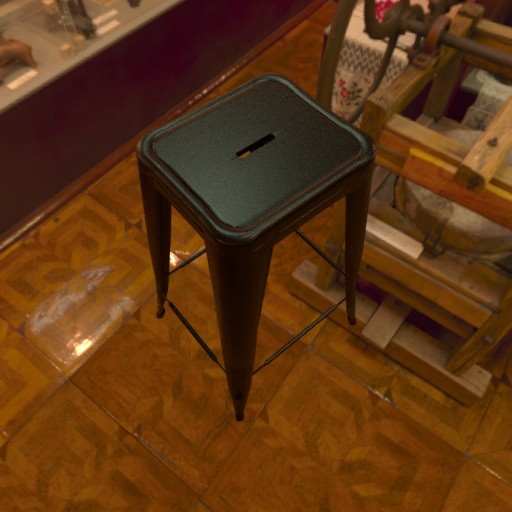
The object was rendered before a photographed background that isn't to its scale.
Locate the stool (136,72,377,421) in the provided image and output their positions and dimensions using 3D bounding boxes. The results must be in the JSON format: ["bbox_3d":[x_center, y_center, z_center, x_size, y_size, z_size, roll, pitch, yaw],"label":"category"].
[{"bbox_3d":[0.000,0.000,0.905,0.423,0.609,0.455,34,64,20],"label":"stool"}]
